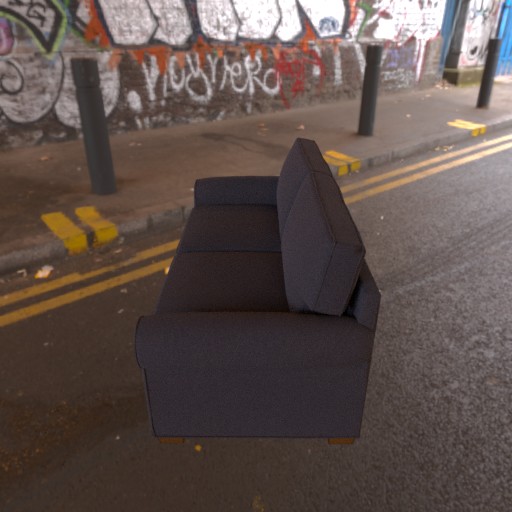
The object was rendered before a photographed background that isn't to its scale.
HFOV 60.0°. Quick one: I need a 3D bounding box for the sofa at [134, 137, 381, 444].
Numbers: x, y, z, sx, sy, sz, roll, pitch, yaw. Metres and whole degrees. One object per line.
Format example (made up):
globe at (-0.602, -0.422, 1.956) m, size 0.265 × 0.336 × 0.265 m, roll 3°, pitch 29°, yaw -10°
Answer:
sofa at (0.000, 0.000, 2.574) m, size 0.951 × 1.031 × 2.009 m, roll 0°, pitch 27°, yaw 0°
